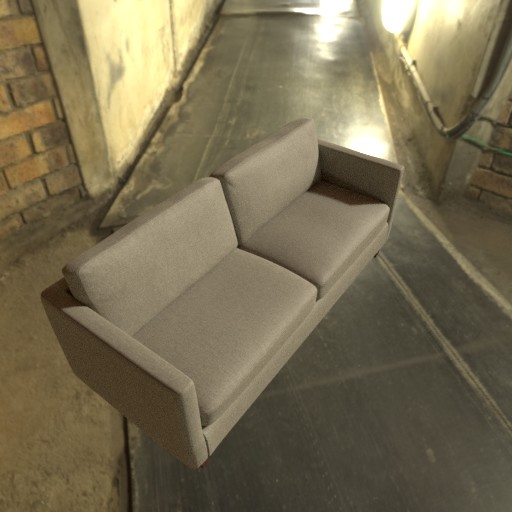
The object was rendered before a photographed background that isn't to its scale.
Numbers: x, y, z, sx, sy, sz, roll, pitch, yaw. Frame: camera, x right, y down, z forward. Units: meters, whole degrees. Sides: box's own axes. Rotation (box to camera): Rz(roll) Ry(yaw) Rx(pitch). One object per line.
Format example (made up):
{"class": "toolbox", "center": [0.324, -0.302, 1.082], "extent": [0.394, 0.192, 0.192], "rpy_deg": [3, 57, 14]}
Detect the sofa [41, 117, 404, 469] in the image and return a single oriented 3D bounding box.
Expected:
{"class": "sofa", "center": [0.000, 0.000, 2.703], "extent": [0.956, 0.963, 2.208], "rpy_deg": [26, 47, 27]}
